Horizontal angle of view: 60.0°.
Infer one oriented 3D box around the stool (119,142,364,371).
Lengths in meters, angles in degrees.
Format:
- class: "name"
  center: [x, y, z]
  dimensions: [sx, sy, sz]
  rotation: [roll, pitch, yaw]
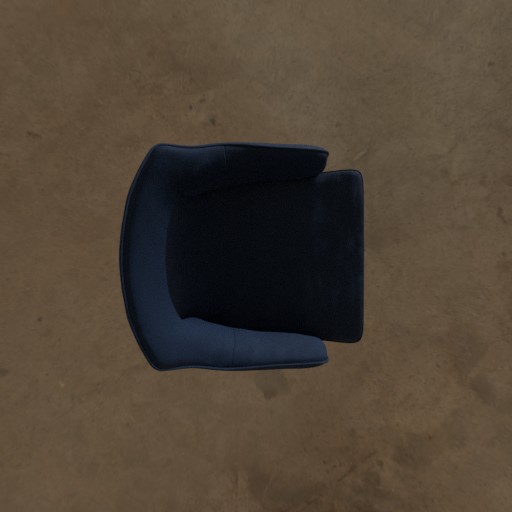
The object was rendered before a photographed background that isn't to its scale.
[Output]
- class: "stool"
  center: [0.000, 0.000, 1.349]
  dimensions: [0.560, 1.041, 0.550]
  rotation: [0, 90, -2]
